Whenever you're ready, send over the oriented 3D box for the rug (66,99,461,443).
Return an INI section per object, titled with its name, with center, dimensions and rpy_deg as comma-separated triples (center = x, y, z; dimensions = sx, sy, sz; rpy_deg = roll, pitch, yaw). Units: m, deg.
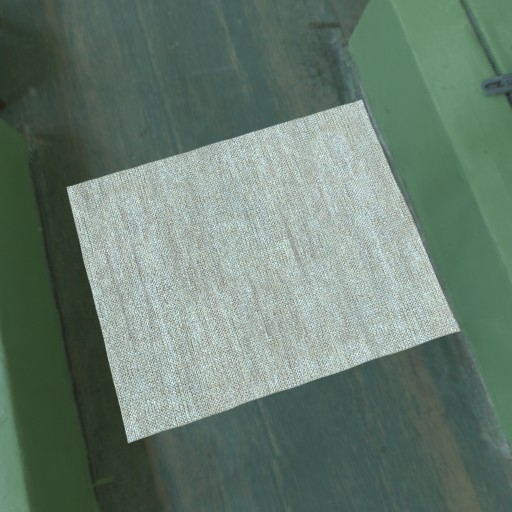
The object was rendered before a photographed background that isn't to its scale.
[rug]
center = 0.000, 0.000, 4.094
dimensions = 3.052, 0.030, 2.429
rpy_deg = -18, 77, -4
